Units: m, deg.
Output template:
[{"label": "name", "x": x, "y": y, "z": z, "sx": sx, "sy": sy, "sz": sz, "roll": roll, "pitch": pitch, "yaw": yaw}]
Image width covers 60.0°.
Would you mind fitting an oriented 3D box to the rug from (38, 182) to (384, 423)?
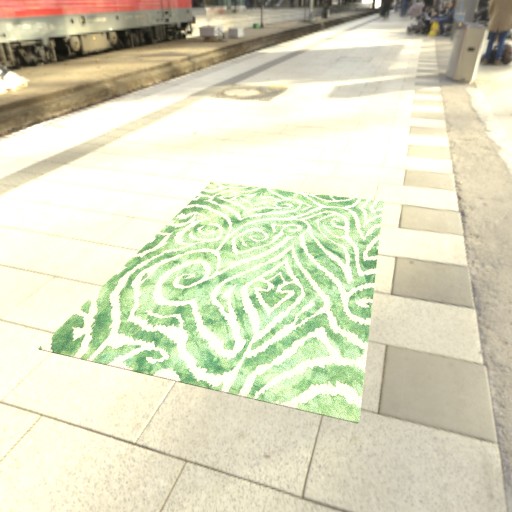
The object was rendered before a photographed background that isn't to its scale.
[{"label": "rug", "x": 0.000, "y": 0.000, "z": 2.316, "sx": 1.220, "sy": 0.006, "sz": 1.826, "roll": 9, "pitch": 32, "yaw": 14}]
